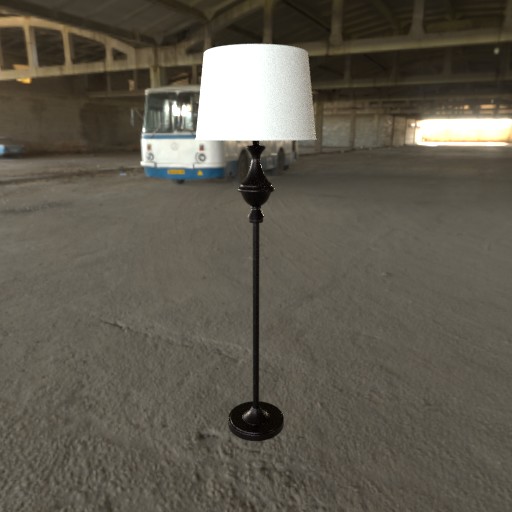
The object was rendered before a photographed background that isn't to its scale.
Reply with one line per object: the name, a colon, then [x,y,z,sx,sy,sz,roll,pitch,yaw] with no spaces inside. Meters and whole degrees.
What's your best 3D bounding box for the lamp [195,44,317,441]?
lamp: [0.000,0.000,1.703,0.431,1.484,0.431,0,15,0]
